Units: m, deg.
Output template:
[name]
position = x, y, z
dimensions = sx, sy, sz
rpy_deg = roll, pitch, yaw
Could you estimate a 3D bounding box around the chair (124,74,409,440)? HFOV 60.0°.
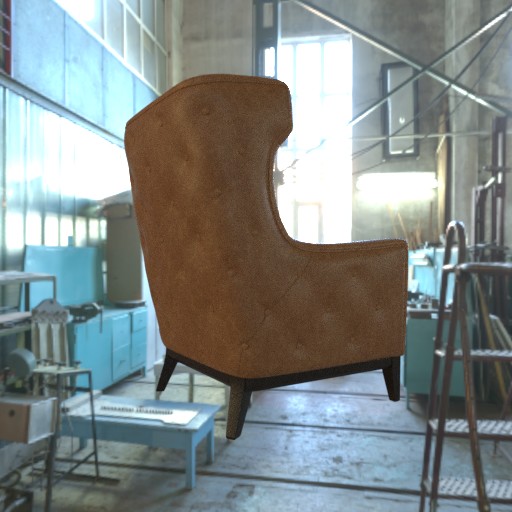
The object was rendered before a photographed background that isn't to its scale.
[chair]
position = 0.000, 0.000, 1.702
dimensions = 0.899, 1.079, 0.766
rpy_deg = 0, 0, -35
